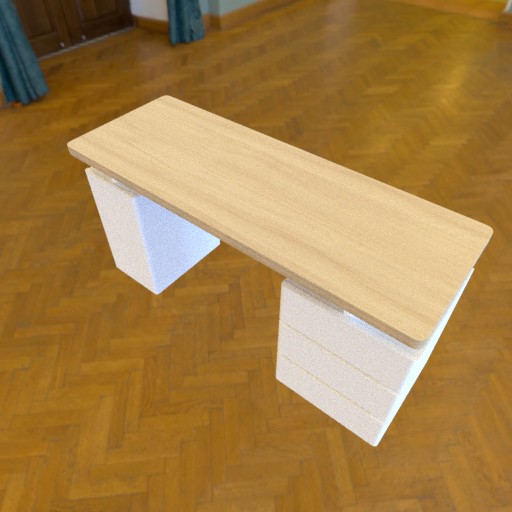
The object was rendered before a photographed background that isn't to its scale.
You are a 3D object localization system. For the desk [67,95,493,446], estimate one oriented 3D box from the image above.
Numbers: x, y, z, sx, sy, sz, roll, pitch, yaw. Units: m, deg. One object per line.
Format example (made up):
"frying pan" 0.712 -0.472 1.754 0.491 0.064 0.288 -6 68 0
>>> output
"desk" 0.000 0.000 1.846 1.500 0.755 0.550 29 52 26
